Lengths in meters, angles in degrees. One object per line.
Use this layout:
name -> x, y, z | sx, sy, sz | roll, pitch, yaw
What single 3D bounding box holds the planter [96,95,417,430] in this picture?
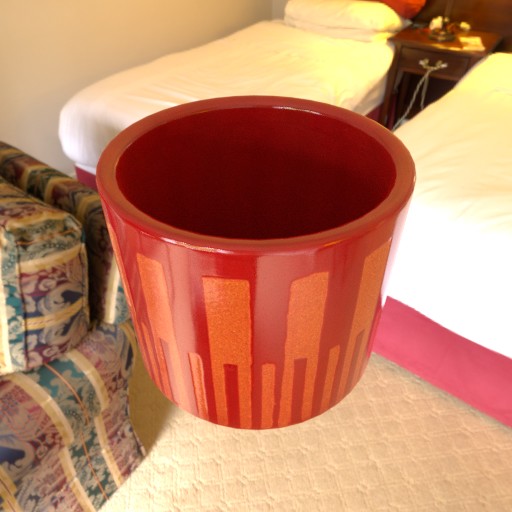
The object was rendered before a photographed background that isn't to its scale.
planter -> 0.000, 0.000, 0.390 | 0.230, 0.202, 0.230 | 0, 40, 0
